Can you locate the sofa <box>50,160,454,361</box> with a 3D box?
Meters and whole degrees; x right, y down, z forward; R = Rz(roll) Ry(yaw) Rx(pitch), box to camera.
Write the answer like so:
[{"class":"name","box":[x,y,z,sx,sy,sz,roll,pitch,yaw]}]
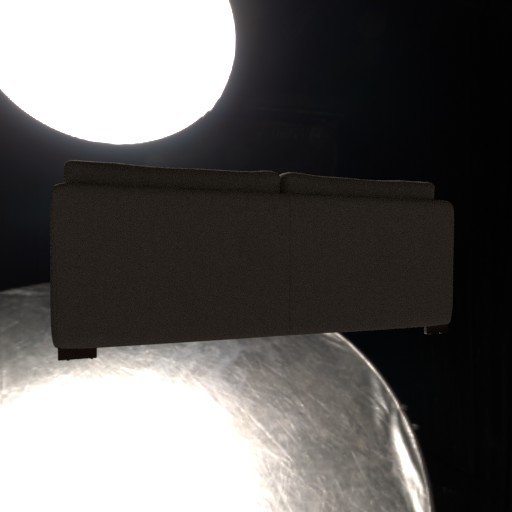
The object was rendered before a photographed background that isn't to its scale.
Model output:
[{"class":"sofa","box":[0.000,0.000,2.868,2.354,0.980,0.962,0,0,-19]}]
